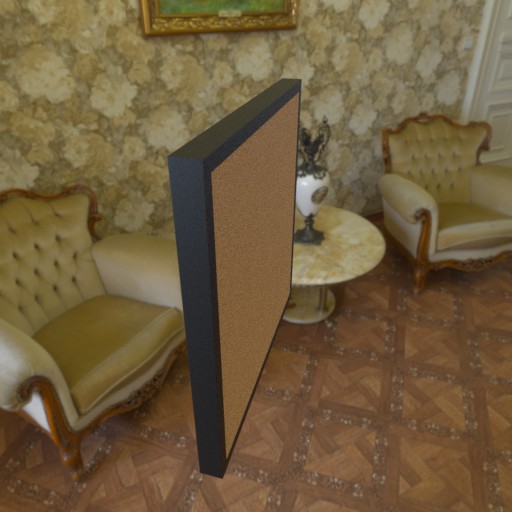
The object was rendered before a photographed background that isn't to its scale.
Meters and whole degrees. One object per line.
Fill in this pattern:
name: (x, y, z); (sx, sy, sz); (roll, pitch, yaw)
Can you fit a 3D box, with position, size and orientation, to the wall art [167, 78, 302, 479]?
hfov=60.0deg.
wall art: (0.000, 0.000, 0.773); (0.038, 0.508, 0.508); (8, 31, 14)
